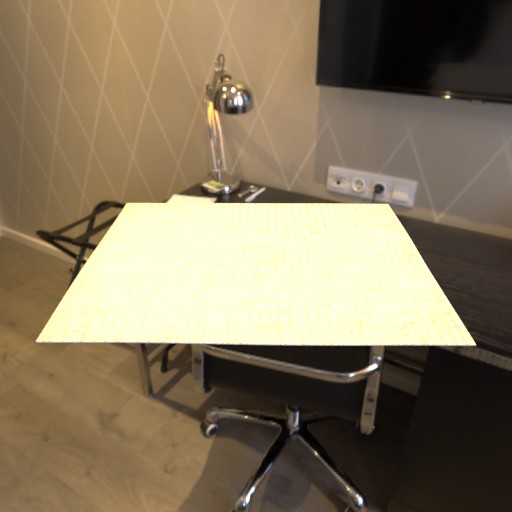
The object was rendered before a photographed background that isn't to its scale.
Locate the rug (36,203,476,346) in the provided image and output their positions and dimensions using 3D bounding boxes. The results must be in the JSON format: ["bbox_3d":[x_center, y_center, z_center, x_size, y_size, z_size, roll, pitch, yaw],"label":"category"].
[{"bbox_3d":[0.000,0.000,4.108,3.061,0.014,2.447,0,30,1],"label":"rug"}]
